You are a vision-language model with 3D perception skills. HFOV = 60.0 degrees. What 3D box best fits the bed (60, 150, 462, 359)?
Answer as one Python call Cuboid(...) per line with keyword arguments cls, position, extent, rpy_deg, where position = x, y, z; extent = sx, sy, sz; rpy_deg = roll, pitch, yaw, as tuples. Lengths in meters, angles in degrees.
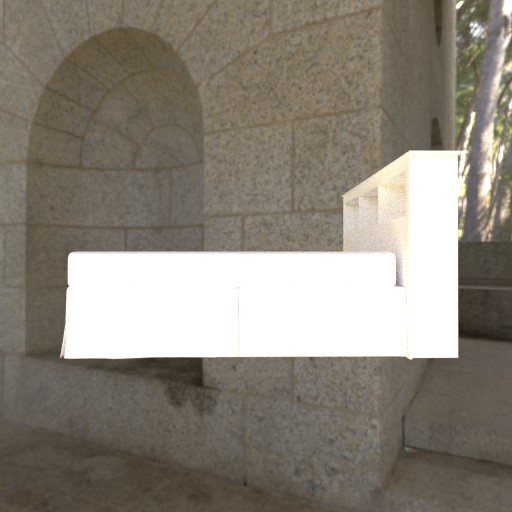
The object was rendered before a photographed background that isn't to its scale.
Cuboid(cls="bed", position=(0.000, 0.000, 3.133), extent=(2.133, 1.092, 1.671), rpy_deg=(0, 0, -1))
